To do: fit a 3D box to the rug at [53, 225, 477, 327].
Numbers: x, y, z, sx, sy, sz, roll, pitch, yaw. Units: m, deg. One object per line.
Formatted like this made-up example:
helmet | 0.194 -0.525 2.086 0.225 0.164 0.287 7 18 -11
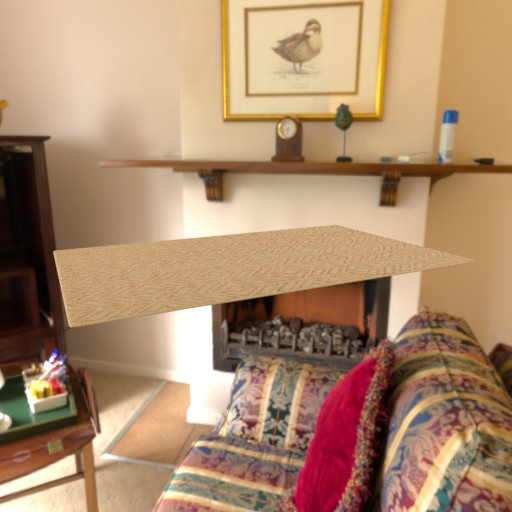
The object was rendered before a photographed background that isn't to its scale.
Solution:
rug | 0.000 0.000 2.986 2.438 0.008 1.523 -7 15 -25
